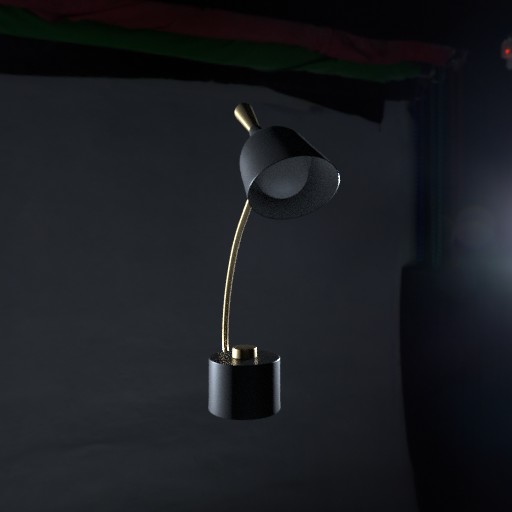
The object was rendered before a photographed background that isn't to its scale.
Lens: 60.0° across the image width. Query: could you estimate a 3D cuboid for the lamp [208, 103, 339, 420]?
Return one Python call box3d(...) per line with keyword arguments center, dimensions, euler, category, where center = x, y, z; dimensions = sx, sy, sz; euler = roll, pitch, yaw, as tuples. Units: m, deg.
box3d(center=(0.000, 0.000, 0.626), dimensions=(0.110, 0.464, 0.352), euler=(0, 0, -19), category="lamp")
